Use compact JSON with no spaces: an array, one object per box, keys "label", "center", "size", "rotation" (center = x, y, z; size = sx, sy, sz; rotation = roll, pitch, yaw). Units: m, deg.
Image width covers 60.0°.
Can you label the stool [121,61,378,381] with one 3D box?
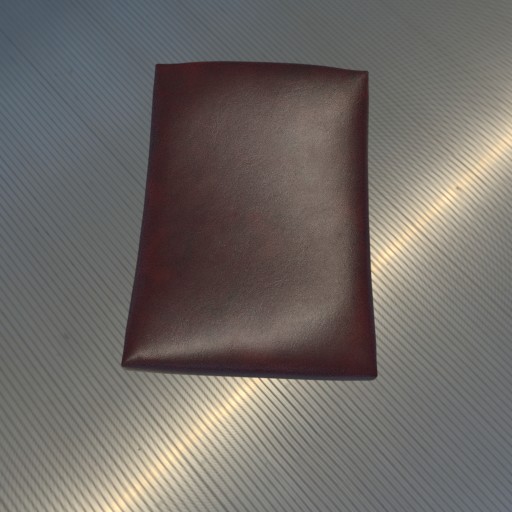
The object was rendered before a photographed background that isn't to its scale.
[{"label":"stool","center":[0.000,0.000,0.960],"size":[0.372,0.657,0.504],"rotation":[2,75,1]}]
